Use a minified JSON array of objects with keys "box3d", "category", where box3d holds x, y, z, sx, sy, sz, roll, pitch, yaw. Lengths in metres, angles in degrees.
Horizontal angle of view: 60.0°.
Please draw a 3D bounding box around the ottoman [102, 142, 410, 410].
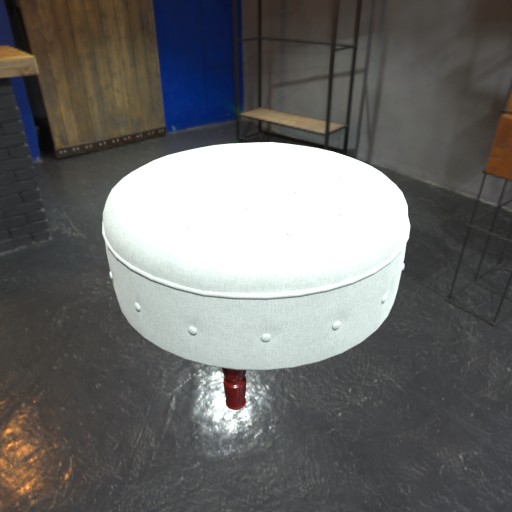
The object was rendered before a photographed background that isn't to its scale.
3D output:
[{"box3d":[0.000,0.000,1.360,0.850,0.483,0.850,0,32,0],"category":"ottoman"}]
